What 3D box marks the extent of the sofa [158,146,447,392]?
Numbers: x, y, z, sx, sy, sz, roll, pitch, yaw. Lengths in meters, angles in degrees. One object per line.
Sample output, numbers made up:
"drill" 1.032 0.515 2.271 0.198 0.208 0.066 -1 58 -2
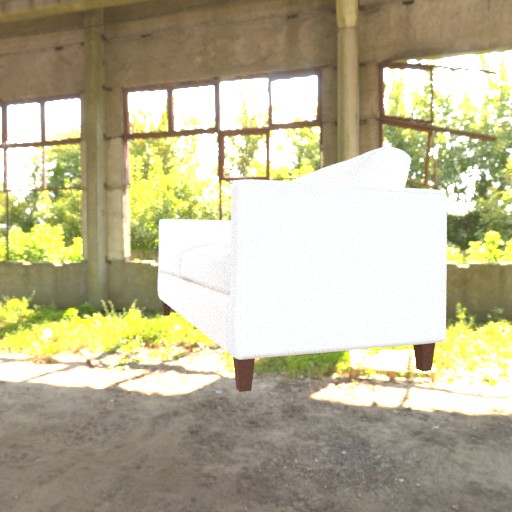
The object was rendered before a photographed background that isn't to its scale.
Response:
"sofa" 0.000 0.000 2.628 0.924 0.933 2.139 0 1 -19
